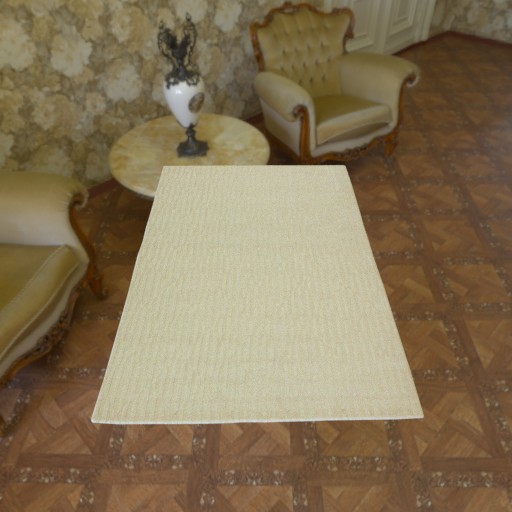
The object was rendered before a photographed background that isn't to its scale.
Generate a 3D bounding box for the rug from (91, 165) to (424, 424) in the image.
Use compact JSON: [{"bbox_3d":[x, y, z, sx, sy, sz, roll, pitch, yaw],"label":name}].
[{"bbox_3d":[0.000,0.000,2.319,1.238,0.014,1.848,0,42,0],"label":"rug"}]
